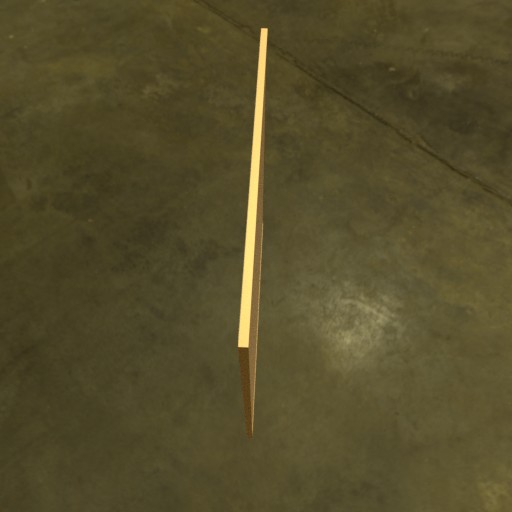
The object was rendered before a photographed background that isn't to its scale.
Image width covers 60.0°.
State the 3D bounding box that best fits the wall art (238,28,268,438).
[{"bbox_3d":[0.000,0.000,0.987,0.014,0.655,0.657,2,59,1],"label":"wall art"}]
